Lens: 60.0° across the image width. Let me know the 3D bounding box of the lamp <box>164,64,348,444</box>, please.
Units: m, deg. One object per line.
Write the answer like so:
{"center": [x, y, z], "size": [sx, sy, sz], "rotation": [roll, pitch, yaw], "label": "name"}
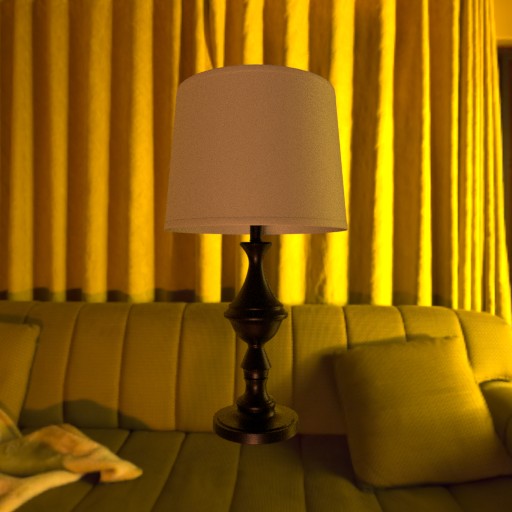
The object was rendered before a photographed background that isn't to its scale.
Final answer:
{"center": [0.000, 0.000, 0.943], "size": [0.383, 0.726, 0.383], "rotation": [0, 0, 0], "label": "lamp"}
